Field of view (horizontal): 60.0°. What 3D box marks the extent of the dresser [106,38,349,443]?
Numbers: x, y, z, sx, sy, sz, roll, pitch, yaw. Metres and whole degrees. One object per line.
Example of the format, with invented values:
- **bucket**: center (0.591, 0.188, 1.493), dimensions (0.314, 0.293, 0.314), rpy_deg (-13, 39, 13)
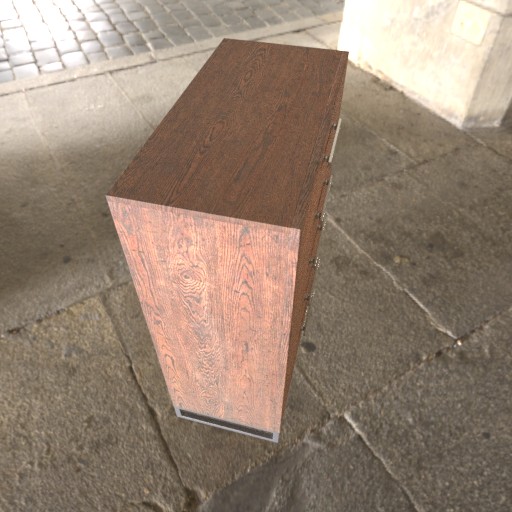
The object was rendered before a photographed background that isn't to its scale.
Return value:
- **dresser**: center (0.000, 0.000, 1.830), dimensions (0.508, 1.321, 0.965), rpy_deg (11, 49, 10)
